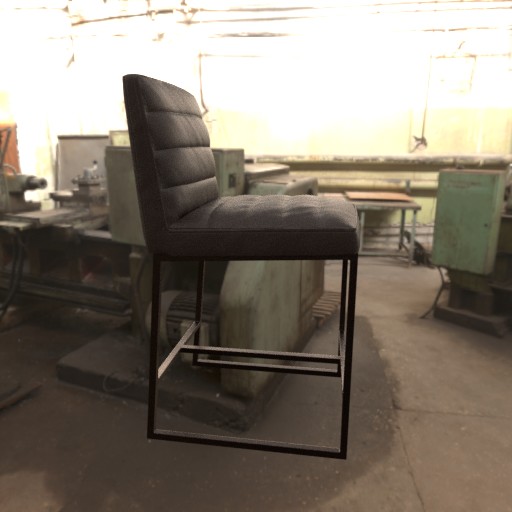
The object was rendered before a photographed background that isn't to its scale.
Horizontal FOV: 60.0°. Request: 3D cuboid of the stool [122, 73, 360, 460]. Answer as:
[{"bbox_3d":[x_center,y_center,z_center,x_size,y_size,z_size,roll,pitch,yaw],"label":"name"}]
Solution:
[{"bbox_3d":[0.000,0.000,1.269,0.562,0.946,0.463,2,14,9],"label":"stool"}]
